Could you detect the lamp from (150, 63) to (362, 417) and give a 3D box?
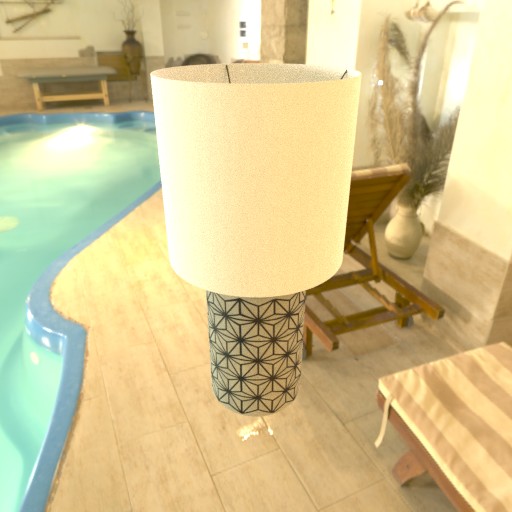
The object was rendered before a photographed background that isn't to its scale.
[{"bbox_3d":[0.000,0.000,0.539,0.206,0.416,0.206,-9,29,-17],"label":"lamp"}]
